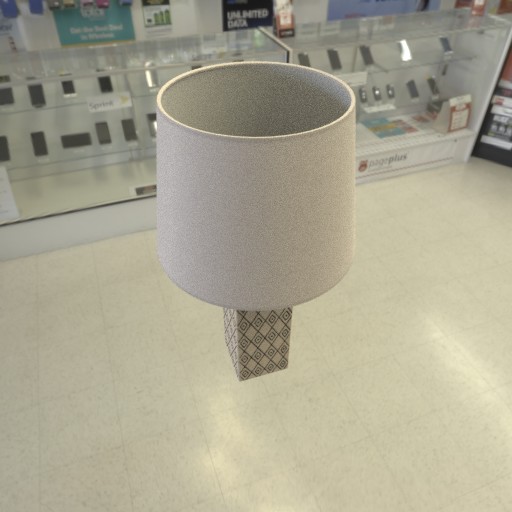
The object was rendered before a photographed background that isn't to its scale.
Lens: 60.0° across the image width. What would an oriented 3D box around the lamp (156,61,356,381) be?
[{"bbox_3d":[0.000,0.000,0.590,0.251,0.435,0.251,0,41,0],"label":"lamp"}]
